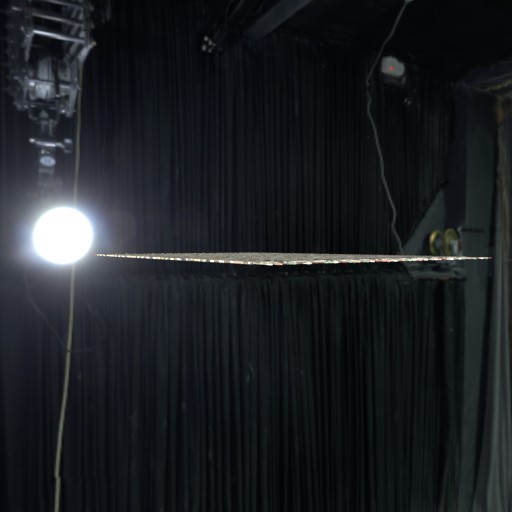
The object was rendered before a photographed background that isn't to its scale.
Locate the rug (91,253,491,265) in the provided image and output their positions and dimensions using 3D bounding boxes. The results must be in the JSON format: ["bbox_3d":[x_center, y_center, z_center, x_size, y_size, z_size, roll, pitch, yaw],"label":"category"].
[{"bbox_3d":[0.000,0.000,2.299,1.219,0.008,1.829,-1,1,-36],"label":"rug"}]
